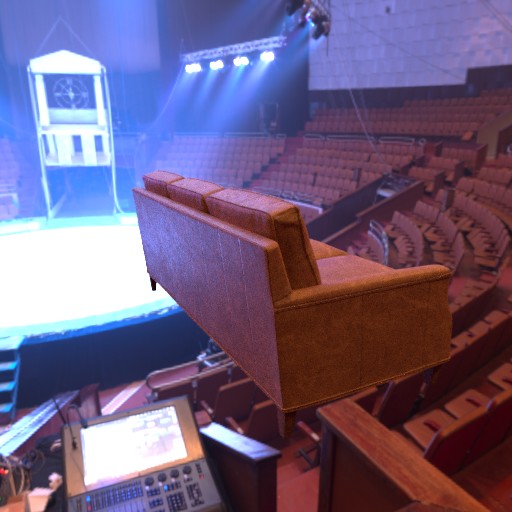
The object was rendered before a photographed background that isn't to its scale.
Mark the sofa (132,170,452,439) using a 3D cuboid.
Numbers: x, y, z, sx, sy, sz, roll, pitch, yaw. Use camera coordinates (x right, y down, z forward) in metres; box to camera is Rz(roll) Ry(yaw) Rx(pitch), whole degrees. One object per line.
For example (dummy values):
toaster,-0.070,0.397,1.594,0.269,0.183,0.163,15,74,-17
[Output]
sofa,0.000,0.000,2.870,1.084,1.003,2.246,-8,17,-27
